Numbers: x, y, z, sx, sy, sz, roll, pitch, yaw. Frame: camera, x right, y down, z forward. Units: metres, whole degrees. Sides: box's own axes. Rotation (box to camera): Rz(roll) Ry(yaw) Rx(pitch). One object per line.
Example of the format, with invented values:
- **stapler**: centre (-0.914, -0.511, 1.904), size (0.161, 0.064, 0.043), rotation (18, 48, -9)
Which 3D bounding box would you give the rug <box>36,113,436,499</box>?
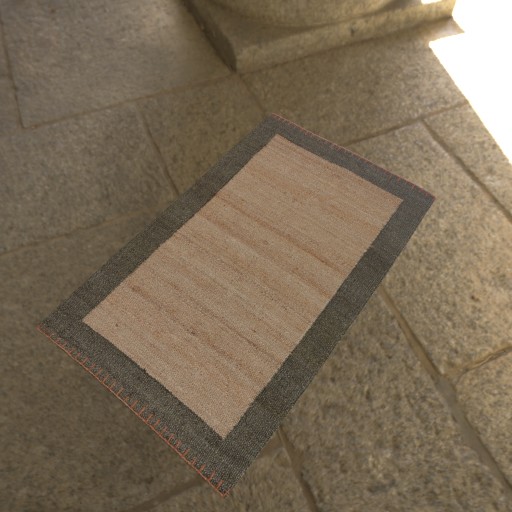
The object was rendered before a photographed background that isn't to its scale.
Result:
- **rug**: centre (0.000, 0.000, 2.945), size (1.521, 0.006, 2.435), rotation (33, 64, 19)
